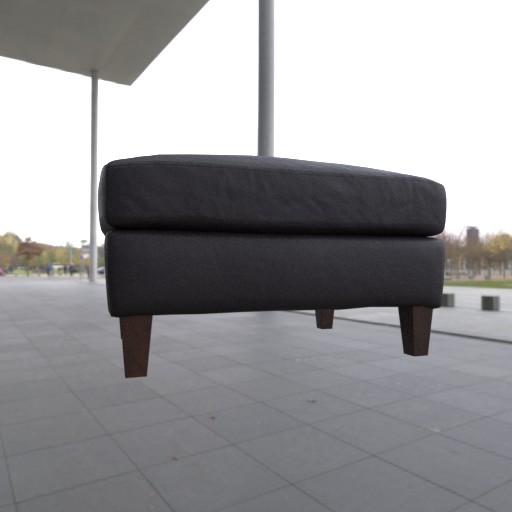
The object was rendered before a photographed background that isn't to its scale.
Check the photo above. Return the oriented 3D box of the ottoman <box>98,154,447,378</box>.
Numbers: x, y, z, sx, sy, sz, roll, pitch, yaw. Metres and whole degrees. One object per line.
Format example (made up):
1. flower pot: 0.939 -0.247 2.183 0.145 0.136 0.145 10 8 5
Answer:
1. ottoman: 0.000 0.000 1.316 0.887 0.529 0.659 0 -1 -18
